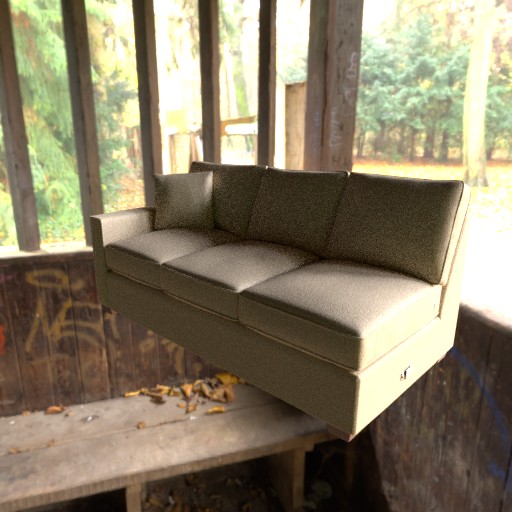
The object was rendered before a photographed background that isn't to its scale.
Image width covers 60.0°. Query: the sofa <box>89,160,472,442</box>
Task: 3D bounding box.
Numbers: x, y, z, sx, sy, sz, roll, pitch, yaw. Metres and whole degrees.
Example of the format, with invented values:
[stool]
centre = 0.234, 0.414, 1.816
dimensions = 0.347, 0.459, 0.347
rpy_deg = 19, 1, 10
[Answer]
[sofa]
centre = 0.000, 0.000, 2.504
dimensions = 1.962, 0.946, 1.034
rpy_deg = 15, 22, 41
